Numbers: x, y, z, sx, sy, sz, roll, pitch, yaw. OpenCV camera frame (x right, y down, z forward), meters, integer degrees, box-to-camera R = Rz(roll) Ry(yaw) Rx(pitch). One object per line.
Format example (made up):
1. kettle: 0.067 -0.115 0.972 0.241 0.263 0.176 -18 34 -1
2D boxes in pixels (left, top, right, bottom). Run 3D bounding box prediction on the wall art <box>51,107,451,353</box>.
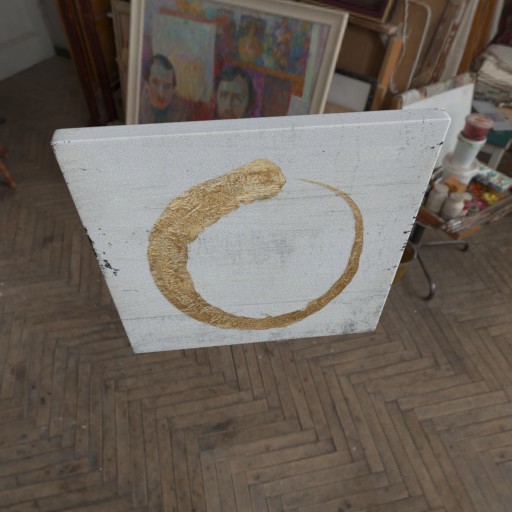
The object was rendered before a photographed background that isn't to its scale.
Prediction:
1. wall art: 0.000 0.000 0.907 0.610 0.611 0.040 -5 48 -4
